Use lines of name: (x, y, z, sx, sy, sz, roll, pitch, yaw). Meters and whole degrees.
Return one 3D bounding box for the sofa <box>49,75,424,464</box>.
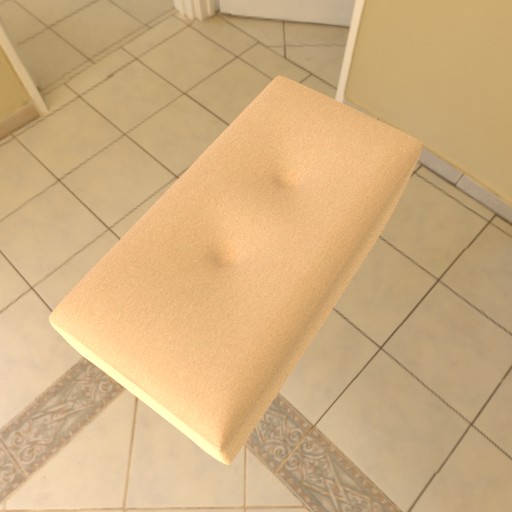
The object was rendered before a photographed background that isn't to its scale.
sofa: (0.000, 0.000, 1.207, 0.480, 0.470, 0.930, 31, 67, 15)
